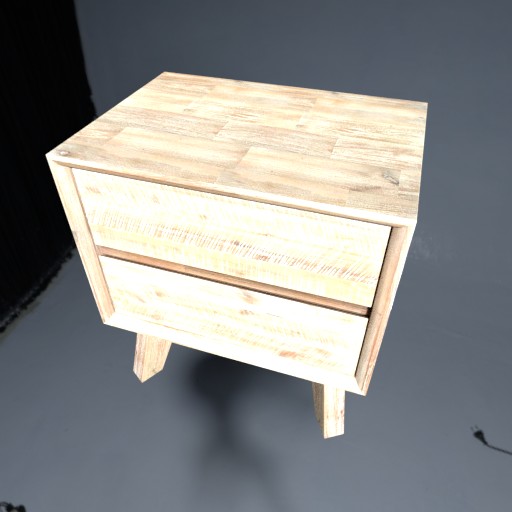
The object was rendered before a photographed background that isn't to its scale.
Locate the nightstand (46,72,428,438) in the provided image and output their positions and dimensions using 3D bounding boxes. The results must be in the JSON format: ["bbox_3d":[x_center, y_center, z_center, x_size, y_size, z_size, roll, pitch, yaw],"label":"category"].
[{"bbox_3d":[0.000,0.000,0.952,0.552,0.589,0.396,12,42,14],"label":"nightstand"}]
